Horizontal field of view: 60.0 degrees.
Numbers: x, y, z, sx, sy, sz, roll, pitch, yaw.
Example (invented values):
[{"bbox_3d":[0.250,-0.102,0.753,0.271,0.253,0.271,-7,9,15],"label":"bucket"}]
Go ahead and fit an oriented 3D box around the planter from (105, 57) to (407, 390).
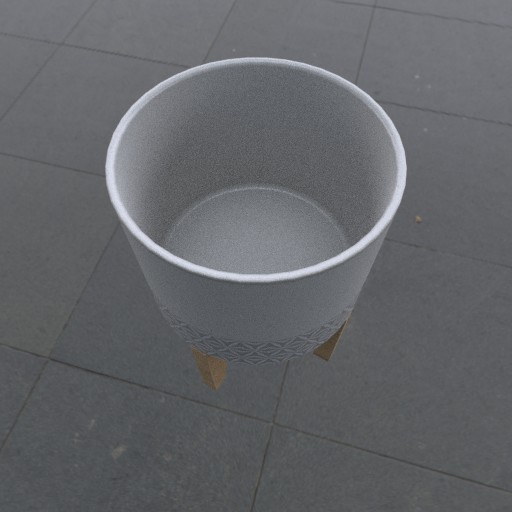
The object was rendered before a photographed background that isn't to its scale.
[{"bbox_3d":[0.000,0.000,0.391,0.188,0.260,0.188,0,59,0],"label":"planter"}]
